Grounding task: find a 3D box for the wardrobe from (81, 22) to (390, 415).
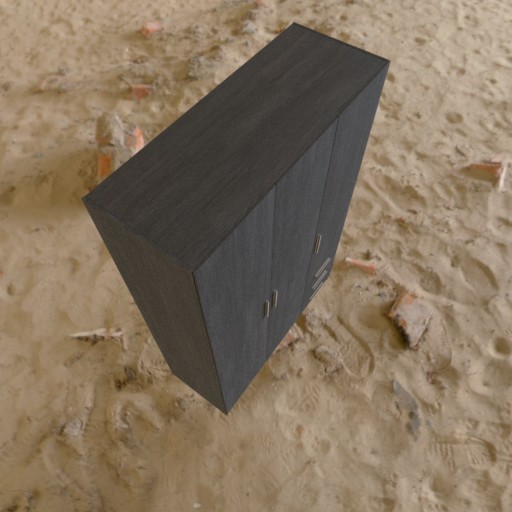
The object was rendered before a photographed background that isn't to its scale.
[{"bbox_3d":[0.000,0.000,2.490,0.510,1.910,1.290,32,63,18],"label":"wardrobe"}]
